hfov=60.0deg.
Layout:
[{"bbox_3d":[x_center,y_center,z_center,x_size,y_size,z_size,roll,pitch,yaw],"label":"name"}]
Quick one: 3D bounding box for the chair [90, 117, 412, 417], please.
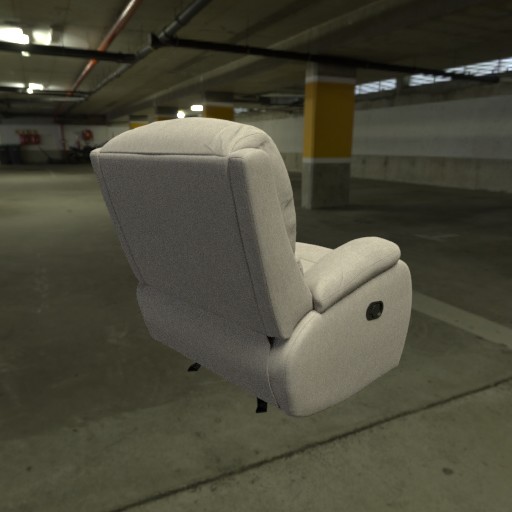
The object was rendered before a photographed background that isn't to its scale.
[{"bbox_3d":[0.000,0.000,1.738,0.899,1.011,0.930,-13,19,-42],"label":"chair"}]
